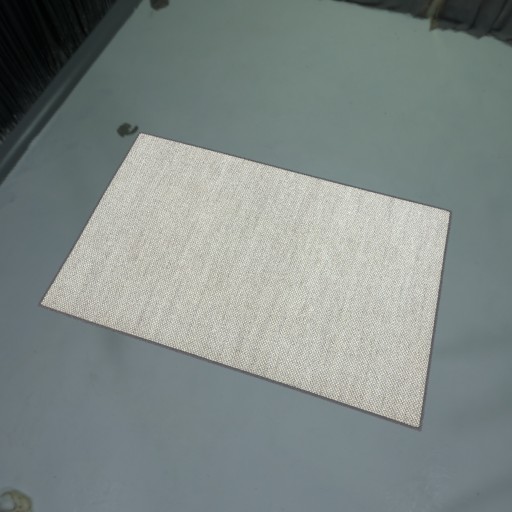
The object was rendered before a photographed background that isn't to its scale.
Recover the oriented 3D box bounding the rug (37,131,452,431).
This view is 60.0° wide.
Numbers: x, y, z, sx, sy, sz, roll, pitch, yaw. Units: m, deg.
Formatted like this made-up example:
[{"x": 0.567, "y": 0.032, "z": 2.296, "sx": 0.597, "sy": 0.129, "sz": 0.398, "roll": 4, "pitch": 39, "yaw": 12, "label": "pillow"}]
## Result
[{"x": 0.000, "y": 0.000, "z": 2.051, "sx": 1.676, "sy": 0.013, "sz": 1.067, "roll": 16, "pitch": 63, "yaw": 8, "label": "rug"}]
